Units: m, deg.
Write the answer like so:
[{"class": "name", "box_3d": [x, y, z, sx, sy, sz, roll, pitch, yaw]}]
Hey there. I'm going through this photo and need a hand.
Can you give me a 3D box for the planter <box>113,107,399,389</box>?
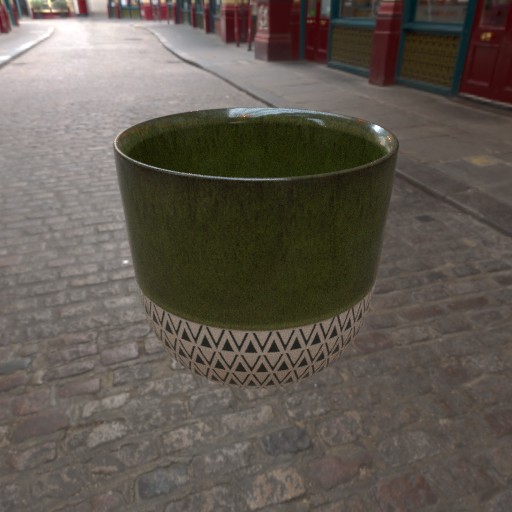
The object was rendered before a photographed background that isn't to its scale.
[{"class": "planter", "box_3d": [0.000, 0.000, 0.492, 0.266, 0.270, 0.266, 0, 29, 0]}]
